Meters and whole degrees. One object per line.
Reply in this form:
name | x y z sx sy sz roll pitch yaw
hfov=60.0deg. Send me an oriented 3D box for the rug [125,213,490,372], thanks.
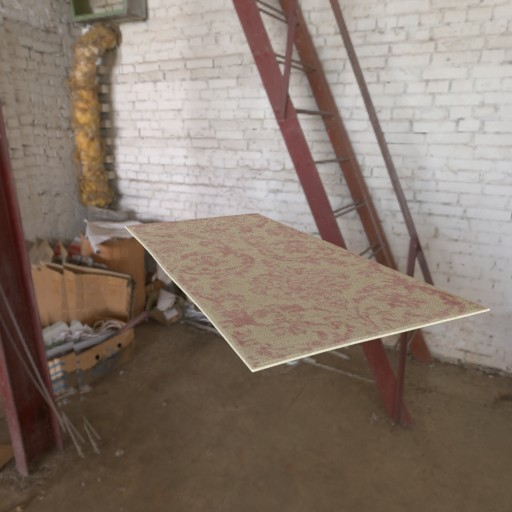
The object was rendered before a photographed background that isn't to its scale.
rug | 0.000 0.000 1.415 0.604 0.007 1.219 -8 19 -25
